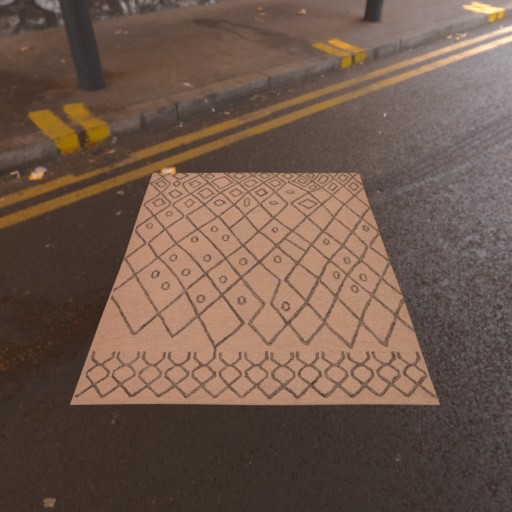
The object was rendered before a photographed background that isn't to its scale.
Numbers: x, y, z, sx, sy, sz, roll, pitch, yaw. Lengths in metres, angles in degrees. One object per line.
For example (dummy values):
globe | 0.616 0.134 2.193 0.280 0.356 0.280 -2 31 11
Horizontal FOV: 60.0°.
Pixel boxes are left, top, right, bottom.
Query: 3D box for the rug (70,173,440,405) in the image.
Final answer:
rug | 0.000 0.000 4.085 2.446 0.015 3.046 0 40 0
